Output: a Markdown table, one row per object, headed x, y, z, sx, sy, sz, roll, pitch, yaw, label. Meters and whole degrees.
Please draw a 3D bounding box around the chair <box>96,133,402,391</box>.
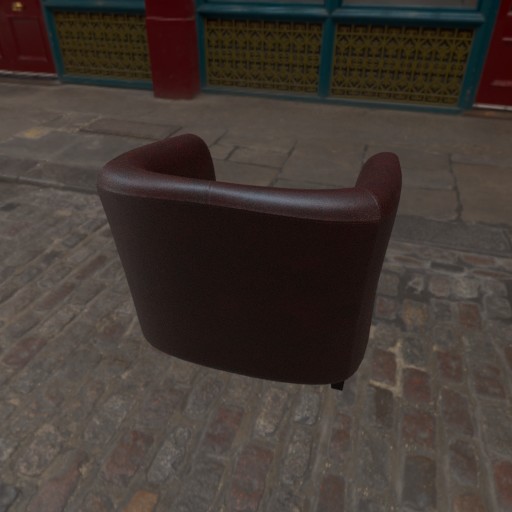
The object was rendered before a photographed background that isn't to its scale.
| x | y | z | sx | sy | sz | roll | pitch | yaw | label |
| --- | --- | --- | --- | --- | --- | --- | --- | --- | --- |
| 0.000 | 0.000 | 1.393 | 0.792 | 0.756 | 0.727 | 9 | 33 | 14 | chair |
